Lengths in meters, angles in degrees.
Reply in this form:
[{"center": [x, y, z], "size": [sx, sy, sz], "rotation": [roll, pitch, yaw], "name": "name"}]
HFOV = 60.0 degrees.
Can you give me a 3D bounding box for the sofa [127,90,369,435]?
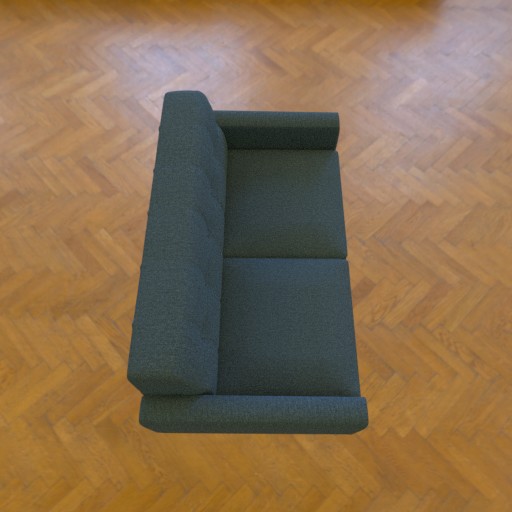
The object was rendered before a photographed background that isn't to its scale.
[{"center": [0.000, 0.000, 2.245], "size": [0.942, 0.896, 1.651], "rotation": [0, 64, 0], "name": "sofa"}]
